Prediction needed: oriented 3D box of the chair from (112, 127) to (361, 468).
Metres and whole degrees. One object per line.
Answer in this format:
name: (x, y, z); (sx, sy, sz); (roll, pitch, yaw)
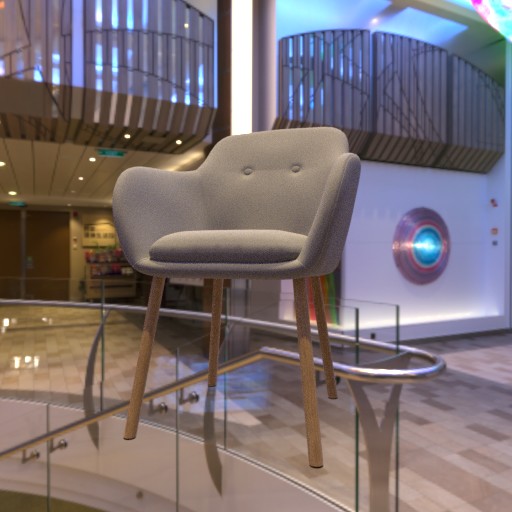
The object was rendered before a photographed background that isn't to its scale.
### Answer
chair: (0.000, 0.000, 1.214); (0.570, 0.830, 0.590); (0, 1, 18)
